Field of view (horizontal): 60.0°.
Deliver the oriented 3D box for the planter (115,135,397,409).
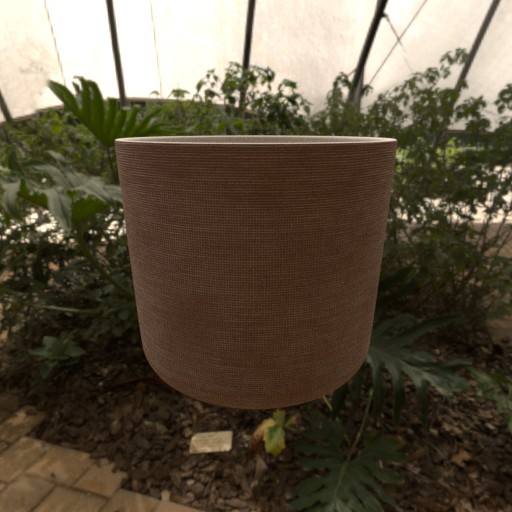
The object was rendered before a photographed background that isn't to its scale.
[{"bbox_3d":[0.000,0.000,0.776,0.440,0.398,0.440,0,16,0],"label":"planter"}]
